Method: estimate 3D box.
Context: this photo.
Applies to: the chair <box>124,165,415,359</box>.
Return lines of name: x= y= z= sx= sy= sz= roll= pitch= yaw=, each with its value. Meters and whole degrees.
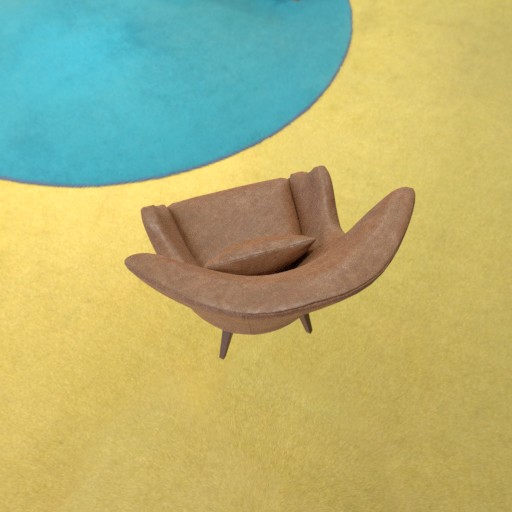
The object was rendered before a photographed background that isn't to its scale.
chair: x=0.000 y=0.000 z=1.737 sx=0.846 sy=1.067 sz=0.955 roll=-15 pitch=60 yaw=-9
